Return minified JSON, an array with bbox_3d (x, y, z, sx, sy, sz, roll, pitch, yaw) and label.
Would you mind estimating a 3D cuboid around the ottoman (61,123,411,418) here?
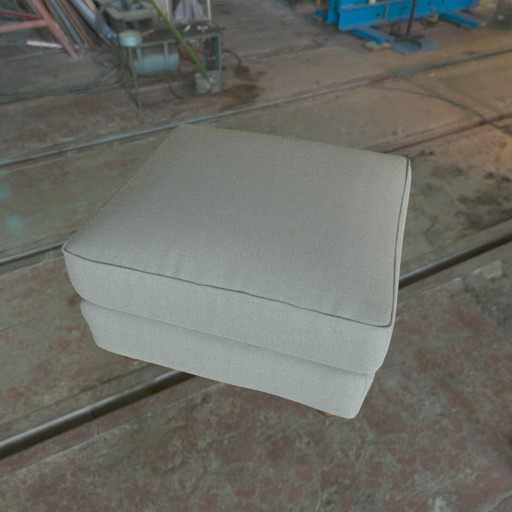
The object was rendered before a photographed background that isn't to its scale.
[{"bbox_3d":[0.000,0.000,1.193,0.716,0.505,0.662,12,44,13],"label":"ottoman"}]
